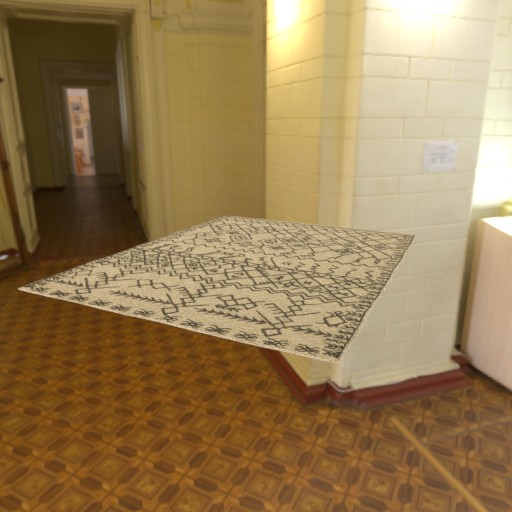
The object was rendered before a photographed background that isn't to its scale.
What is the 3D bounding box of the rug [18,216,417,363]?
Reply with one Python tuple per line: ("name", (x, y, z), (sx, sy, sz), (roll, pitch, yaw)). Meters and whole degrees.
("rug", (0.000, 0.000, 3.259), (1.964, 0.025, 2.455), (8, 18, 25))
